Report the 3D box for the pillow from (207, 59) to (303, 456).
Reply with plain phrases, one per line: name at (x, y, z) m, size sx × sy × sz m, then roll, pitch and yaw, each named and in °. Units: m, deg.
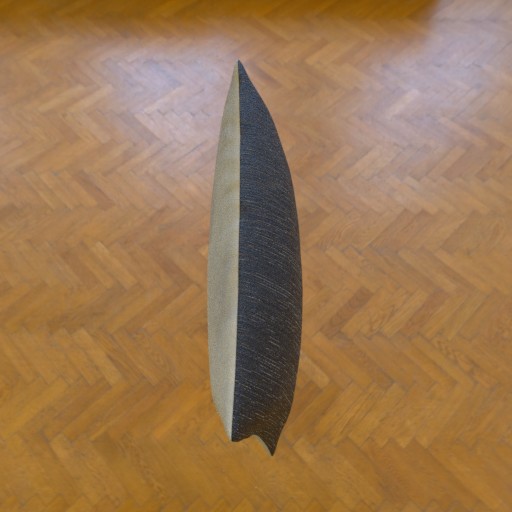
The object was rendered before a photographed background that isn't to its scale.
pillow at (0.000, 0.000, 0.752) m, size 0.156 × 0.305 × 0.608 m, roll 0°, pitch 62°, yaw 0°
